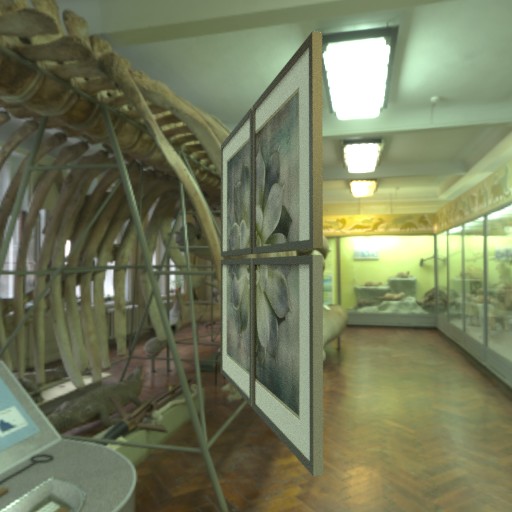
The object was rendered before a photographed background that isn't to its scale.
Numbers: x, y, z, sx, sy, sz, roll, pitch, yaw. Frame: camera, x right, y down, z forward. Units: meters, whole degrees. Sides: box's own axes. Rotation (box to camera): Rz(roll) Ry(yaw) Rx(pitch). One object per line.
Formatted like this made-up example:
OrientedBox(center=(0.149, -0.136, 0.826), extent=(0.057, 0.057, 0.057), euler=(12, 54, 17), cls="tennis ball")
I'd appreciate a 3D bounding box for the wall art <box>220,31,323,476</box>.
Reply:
OrientedBox(center=(0.000, 0.000, 1.525), extent=(0.030, 1.032, 1.032), euler=(0, -1, -16), cls="wall art")
